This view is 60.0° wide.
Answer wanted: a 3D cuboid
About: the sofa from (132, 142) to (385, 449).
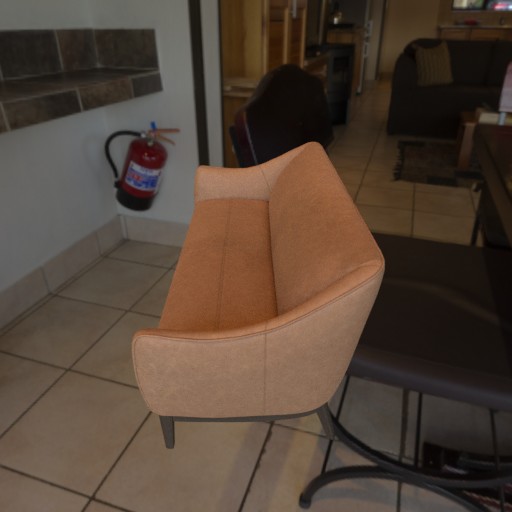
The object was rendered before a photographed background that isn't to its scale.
[{"bbox_3d":[0.000,0.000,2.367,0.869,0.830,1.928,0,28,0],"label":"sofa"}]
